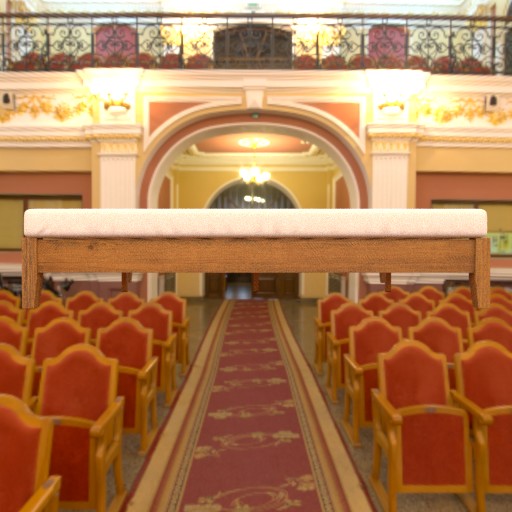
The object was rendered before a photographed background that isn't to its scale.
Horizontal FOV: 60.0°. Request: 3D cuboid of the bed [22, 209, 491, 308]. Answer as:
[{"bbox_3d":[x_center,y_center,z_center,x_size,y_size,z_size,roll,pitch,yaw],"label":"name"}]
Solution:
[{"bbox_3d":[0.000,0.000,2.656,2.016,0.431,1.536,0,1,0],"label":"bed"}]
